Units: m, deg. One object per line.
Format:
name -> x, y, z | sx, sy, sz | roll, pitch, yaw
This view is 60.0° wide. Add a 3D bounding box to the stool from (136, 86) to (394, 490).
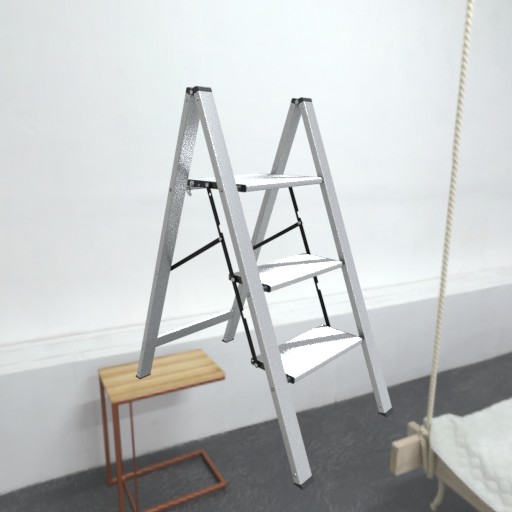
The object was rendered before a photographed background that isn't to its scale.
stool -> 0.000, 0.000, 1.304 | 0.730, 0.902, 0.441 | 14, 20, 43
